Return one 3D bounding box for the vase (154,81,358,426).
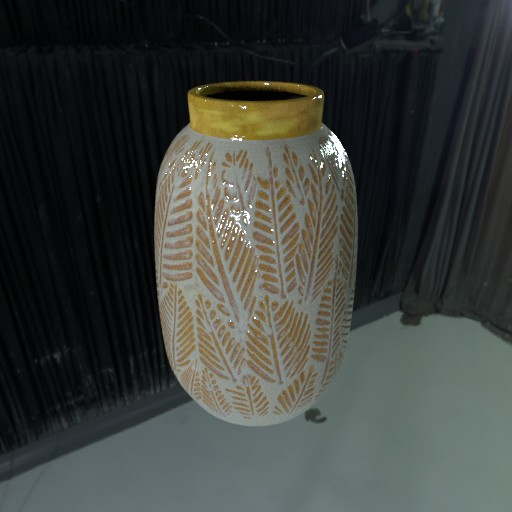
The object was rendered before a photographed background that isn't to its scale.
[{"bbox_3d":[0.000,0.000,0.381,0.172,0.270,0.172,0,29,0],"label":"vase"}]
